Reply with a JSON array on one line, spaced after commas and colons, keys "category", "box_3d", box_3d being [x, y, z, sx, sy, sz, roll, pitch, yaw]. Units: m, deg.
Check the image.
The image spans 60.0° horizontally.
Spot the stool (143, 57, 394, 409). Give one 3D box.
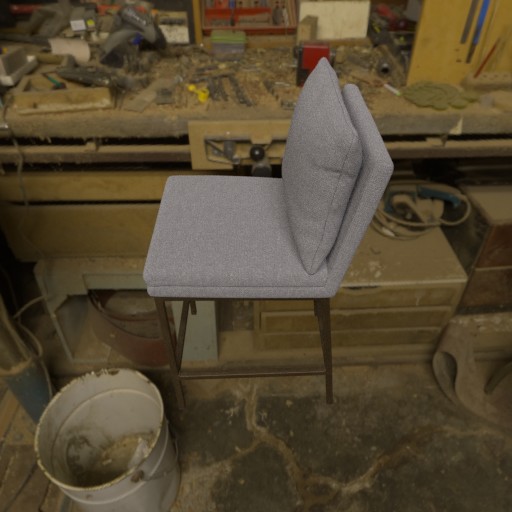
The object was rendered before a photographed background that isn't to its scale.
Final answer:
[{"category": "stool", "box_3d": [0.000, 0.000, 1.357, 0.569, 1.031, 0.463, 0, 42, 0]}]
